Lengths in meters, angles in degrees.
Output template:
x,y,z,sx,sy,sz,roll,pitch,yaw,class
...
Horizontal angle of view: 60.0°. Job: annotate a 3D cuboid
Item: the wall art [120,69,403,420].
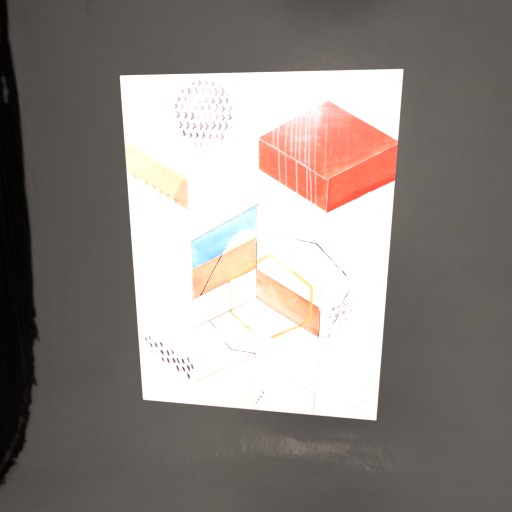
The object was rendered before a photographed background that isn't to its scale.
x,y,z,sx,sy,sz,roll,pitch,yaw,class
0.000,0.000,1.587,0.914,1.221,0.046,2,15,8,wall art
